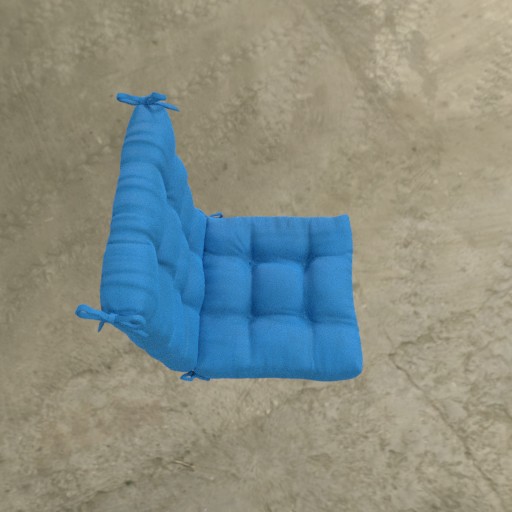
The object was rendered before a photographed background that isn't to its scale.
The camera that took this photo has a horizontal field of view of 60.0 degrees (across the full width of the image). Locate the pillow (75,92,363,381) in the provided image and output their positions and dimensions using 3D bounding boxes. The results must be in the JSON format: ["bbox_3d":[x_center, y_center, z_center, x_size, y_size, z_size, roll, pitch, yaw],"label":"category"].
[{"bbox_3d":[0.000,0.000,1.048,0.571,0.605,0.519,1,65,0],"label":"pillow"}]
